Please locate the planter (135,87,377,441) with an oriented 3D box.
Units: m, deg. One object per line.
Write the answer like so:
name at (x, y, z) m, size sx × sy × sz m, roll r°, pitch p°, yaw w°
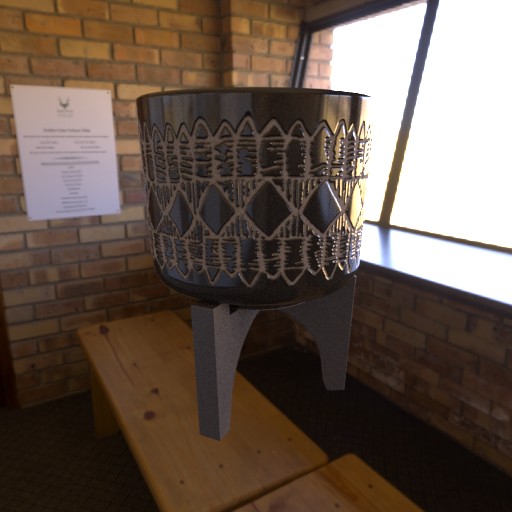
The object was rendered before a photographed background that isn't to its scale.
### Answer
planter at (0.000, 0.000, 0.266) m, size 0.129 × 0.177 × 0.129 m, roll 0°, pitch 15°, yaw 0°
